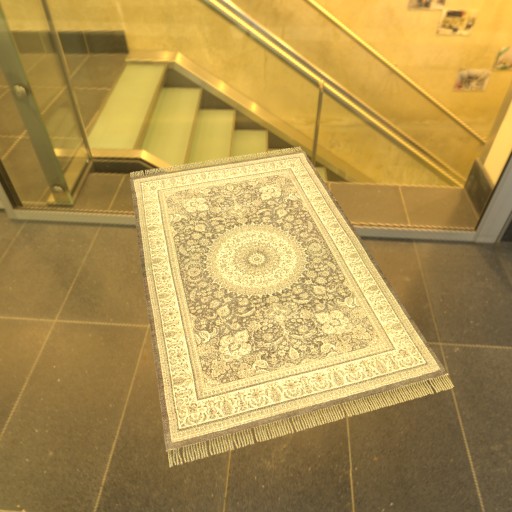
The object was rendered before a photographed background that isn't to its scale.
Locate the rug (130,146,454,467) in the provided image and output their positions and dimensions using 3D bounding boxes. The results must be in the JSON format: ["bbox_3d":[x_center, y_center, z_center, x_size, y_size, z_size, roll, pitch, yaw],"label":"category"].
[{"bbox_3d":[0.000,0.000,4.239,2.143,0.015,3.422,-11,47,-11],"label":"rug"}]
